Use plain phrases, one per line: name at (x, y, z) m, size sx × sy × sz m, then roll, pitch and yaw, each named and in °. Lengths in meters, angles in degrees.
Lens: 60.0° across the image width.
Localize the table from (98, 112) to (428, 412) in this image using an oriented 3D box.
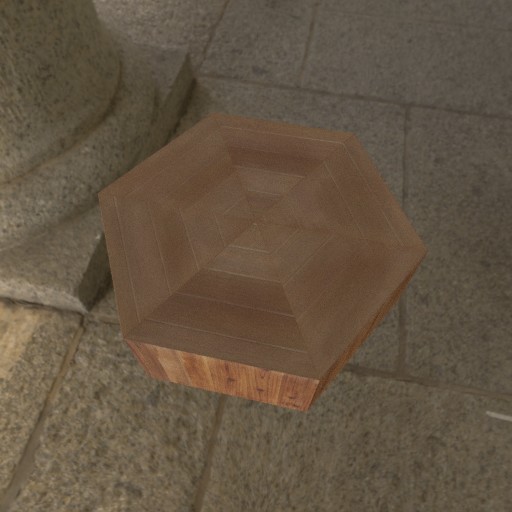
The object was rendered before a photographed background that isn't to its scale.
table at (0.000, 0.000, 1.710) m, size 1.000 × 0.456 × 1.154 m, roll -15°, pitch 59°, yaw -9°
